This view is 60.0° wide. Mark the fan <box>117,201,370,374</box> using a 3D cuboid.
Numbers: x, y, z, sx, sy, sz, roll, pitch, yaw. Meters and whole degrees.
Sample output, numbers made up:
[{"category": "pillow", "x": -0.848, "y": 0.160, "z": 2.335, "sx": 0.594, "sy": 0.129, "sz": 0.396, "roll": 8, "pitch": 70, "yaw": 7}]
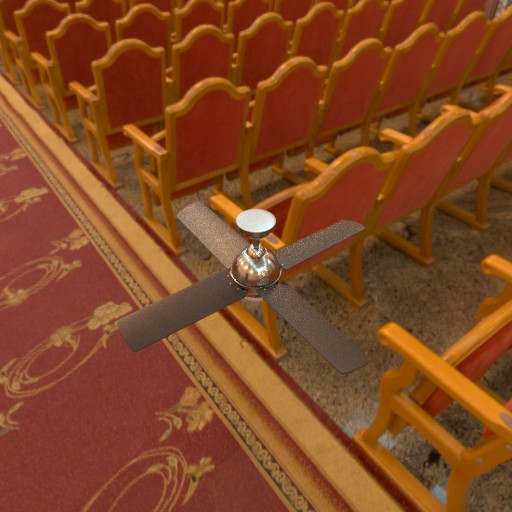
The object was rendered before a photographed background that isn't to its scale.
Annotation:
[{"category": "fan", "x": 0.000, "y": 0.000, "z": 2.027, "sx": 1.332, "sy": 0.403, "sz": 1.332, "roll": -25, "pitch": 47, "yaw": -26}]
